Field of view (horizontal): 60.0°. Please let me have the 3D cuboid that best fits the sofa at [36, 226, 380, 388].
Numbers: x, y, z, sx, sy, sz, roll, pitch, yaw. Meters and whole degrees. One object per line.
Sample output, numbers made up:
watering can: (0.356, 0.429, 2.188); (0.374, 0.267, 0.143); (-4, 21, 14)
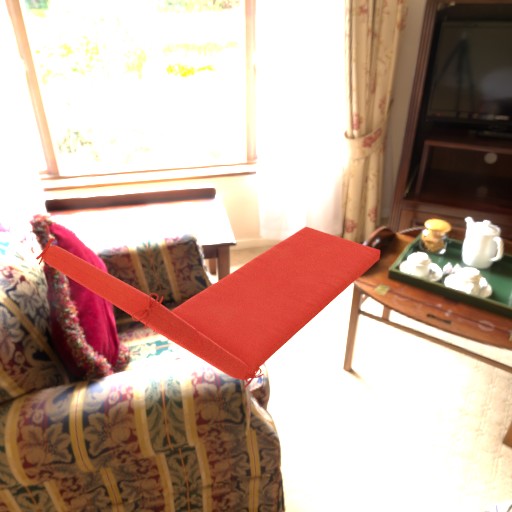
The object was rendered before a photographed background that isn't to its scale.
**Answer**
sofa: (0.000, 0.000, 1.989); (0.582, 0.622, 1.663); (21, 36, 33)
